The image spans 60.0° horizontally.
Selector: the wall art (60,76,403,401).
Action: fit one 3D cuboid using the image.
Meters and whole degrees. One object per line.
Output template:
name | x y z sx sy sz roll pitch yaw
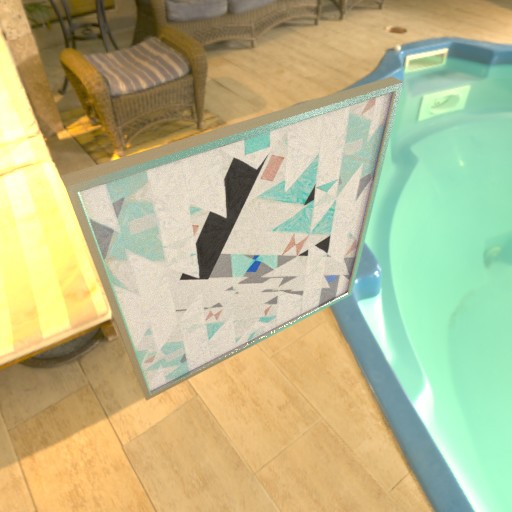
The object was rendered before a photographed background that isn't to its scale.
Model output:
wall art | 0.000 0.000 1.224 0.806 0.806 0.038 -23 50 -21
